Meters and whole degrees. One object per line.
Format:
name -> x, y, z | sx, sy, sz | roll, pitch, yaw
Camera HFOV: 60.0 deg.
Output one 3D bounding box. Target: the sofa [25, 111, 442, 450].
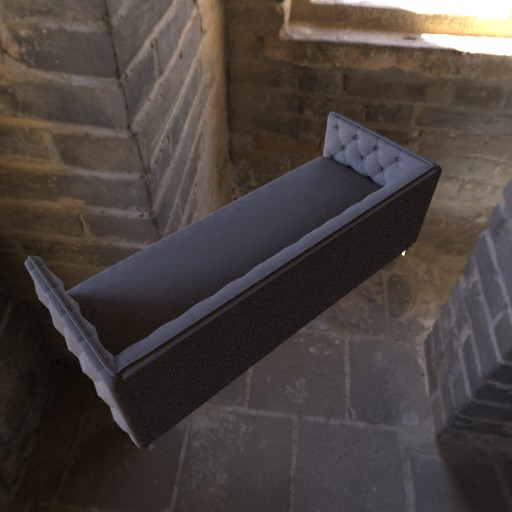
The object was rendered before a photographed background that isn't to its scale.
sofa -> 0.000, 0.000, 2.609 | 2.209, 0.771, 0.895 | -32, 54, -27
